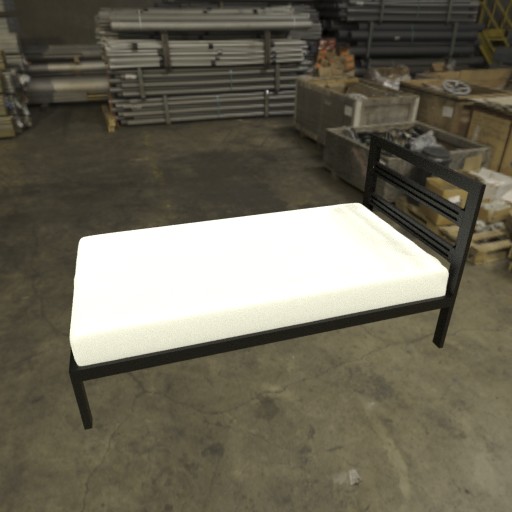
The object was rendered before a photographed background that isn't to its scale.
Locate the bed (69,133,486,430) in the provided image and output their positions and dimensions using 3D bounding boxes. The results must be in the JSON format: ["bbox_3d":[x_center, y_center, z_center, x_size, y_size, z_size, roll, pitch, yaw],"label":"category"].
[{"bbox_3d":[0.000,0.000,2.438,1.930,0.967,0.991,-8,30,-15],"label":"bed"}]
